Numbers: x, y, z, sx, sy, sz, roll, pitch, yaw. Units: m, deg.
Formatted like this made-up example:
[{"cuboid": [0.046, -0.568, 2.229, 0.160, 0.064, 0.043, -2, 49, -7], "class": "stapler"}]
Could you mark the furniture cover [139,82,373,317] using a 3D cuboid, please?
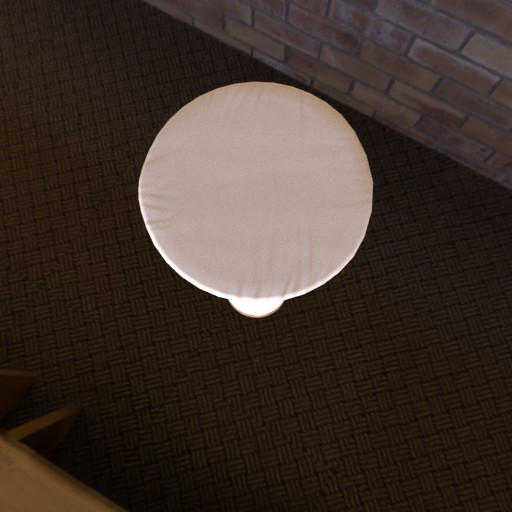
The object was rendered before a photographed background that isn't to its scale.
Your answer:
[{"cuboid": [0.000, 0.000, 2.891, 0.914, 2.413, 0.914, -2, 77, 0], "class": "furniture cover"}]
